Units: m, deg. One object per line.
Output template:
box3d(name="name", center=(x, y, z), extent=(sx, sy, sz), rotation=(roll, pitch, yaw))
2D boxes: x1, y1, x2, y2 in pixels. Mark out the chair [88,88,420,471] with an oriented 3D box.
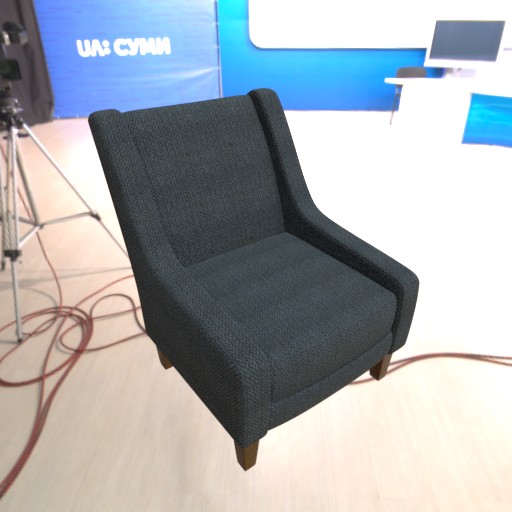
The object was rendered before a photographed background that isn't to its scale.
box3d(name="chair", center=(0.000, 0.000, 1.670), extent=(0.793, 1.012, 0.944), rotation=(-21, 36, -31))
